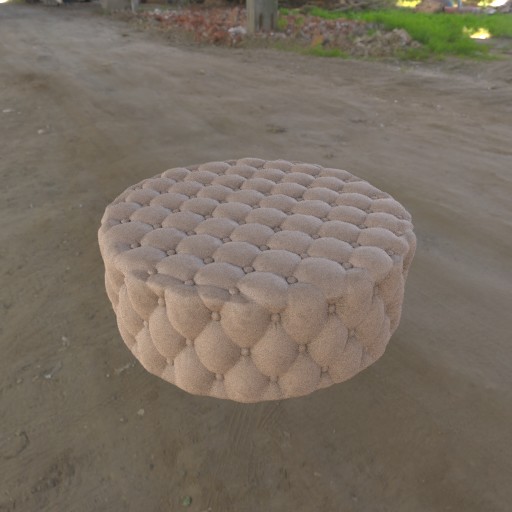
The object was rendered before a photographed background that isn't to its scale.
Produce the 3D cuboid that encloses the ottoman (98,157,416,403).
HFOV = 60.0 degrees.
[{"bbox_3d":[0.000,0.000,1.517,0.998,0.399,0.998,0,32,0],"label":"ottoman"}]
